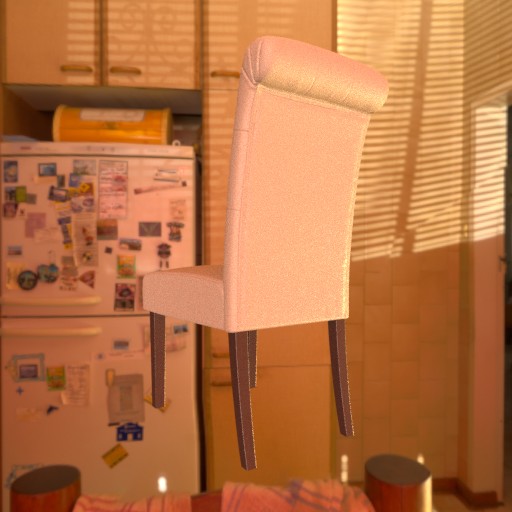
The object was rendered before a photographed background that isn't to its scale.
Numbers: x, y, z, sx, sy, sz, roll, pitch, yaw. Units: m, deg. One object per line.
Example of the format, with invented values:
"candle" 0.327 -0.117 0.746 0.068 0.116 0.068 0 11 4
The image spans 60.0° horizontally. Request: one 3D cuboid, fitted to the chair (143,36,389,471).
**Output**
"chair" 0.000 0.000 1.325 0.456 1.006 0.671 -1 1 -35
